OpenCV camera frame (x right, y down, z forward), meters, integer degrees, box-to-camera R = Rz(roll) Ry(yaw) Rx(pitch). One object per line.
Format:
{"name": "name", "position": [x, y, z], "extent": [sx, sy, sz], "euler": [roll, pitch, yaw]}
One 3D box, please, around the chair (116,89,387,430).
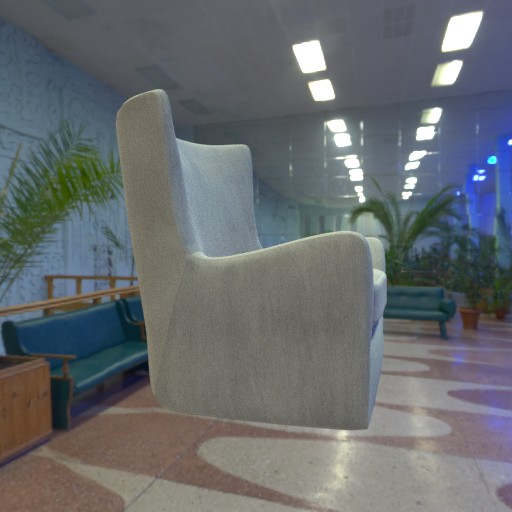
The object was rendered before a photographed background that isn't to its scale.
{"name": "chair", "position": [0.000, 0.000, 1.616], "extent": [0.904, 1.000, 0.779], "euler": [0, 1, 19]}
